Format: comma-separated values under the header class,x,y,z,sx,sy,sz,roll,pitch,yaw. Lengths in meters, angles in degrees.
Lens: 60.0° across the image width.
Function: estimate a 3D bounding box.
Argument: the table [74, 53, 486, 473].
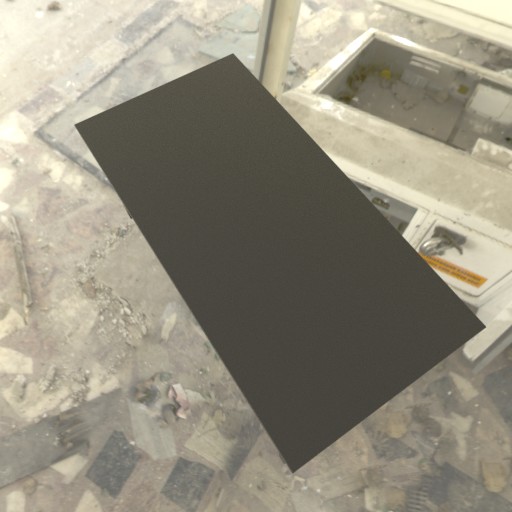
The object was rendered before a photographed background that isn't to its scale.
class,x,y,z,sx,sy,sz,roll,pitch,yaw
table,0.000,0.000,1.311,0.523,0.470,1.044,-31,67,-14
